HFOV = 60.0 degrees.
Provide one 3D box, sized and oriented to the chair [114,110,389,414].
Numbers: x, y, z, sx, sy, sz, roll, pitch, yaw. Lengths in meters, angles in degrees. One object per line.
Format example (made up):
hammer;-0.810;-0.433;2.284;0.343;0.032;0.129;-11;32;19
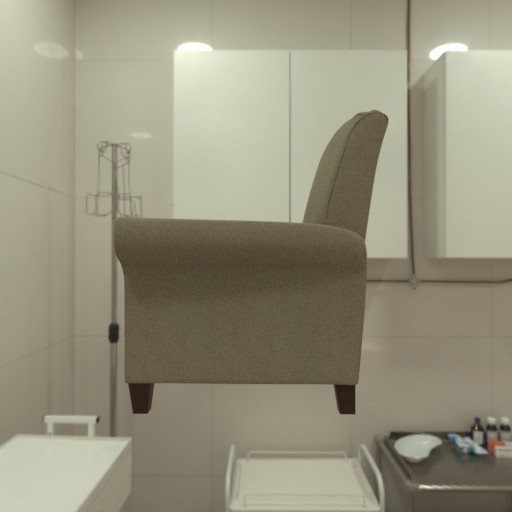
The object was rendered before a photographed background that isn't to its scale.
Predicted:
chair;0.000;0.000;1.835;0.905;1.061;0.978;0;-1;0
